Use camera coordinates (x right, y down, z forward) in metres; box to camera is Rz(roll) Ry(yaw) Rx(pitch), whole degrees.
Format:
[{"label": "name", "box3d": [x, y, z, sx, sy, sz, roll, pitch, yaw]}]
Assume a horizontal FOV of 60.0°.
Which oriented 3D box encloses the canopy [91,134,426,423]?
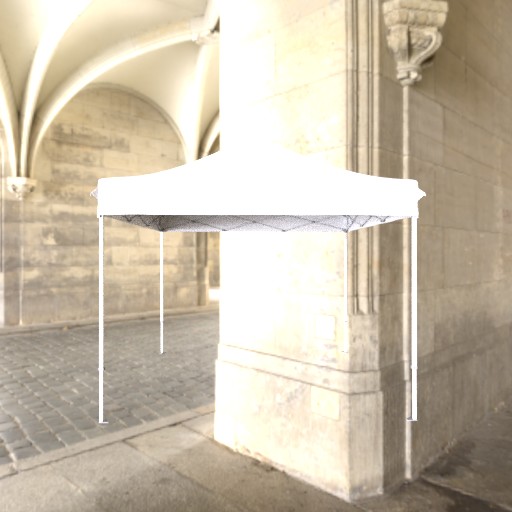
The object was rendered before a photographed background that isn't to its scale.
[{"label": "canopy", "box3d": [0.000, 0.000, 5.453, 2.994, 2.998, 2.996, 0, 0, -1]}]
